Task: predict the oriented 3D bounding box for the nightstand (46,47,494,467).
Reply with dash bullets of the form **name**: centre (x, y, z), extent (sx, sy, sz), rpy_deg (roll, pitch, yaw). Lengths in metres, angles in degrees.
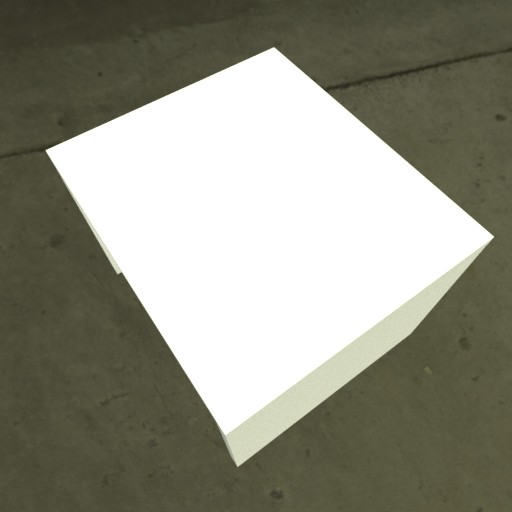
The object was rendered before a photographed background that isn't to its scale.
- **nightstand**: centre (0.000, 0.000, 0.751), extent (0.408, 0.351, 0.470), rpy_deg (-31, 65, -17)
